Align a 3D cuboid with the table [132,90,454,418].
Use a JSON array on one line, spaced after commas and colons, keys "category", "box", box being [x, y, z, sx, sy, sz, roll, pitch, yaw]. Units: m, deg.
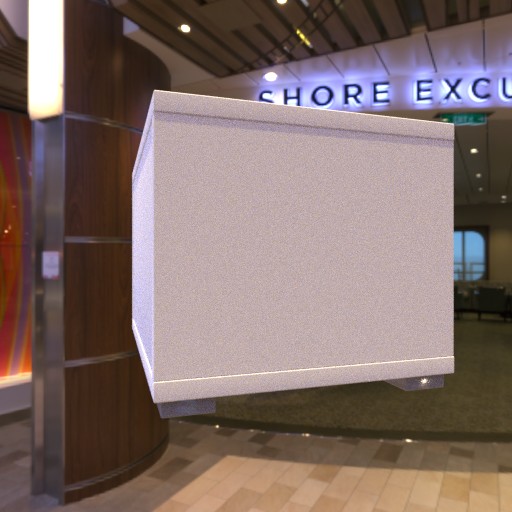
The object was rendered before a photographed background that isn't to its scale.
[{"category": "table", "box": [0.000, 0.000, 0.783, 0.399, 0.357, 0.517, 0, 0, -18]}]
